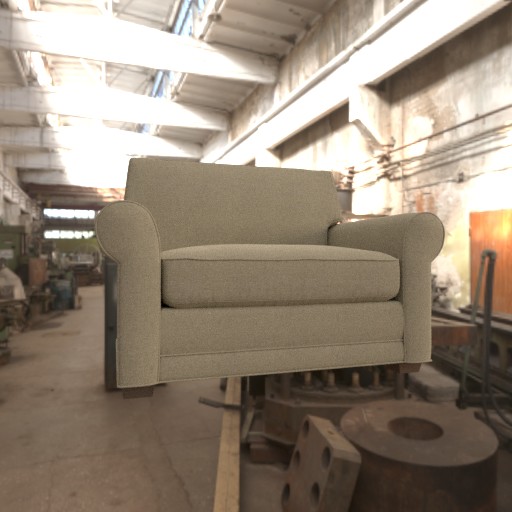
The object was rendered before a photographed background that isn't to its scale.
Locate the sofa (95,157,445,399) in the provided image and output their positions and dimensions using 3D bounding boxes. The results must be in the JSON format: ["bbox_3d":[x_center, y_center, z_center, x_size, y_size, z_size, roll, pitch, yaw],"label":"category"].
[{"bbox_3d":[0.000,0.000,2.087,1.405,0.991,0.936,0,0,-18],"label":"sofa"}]
